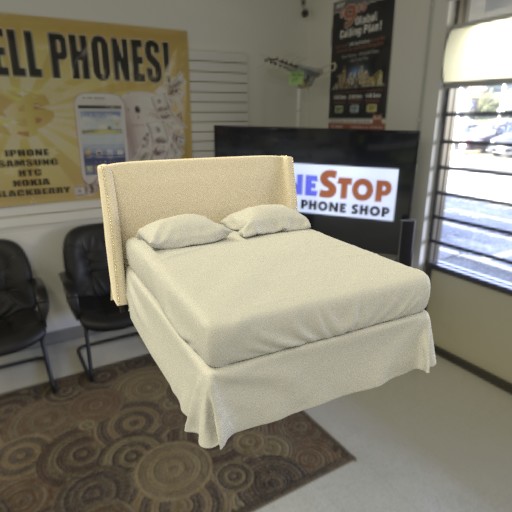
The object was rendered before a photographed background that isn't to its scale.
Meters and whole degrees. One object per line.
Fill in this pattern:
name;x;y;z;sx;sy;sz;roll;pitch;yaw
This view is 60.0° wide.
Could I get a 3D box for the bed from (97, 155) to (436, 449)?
bed;0.000;0.000;3.470;1.925;1.332;2.276;-9;20;-26
